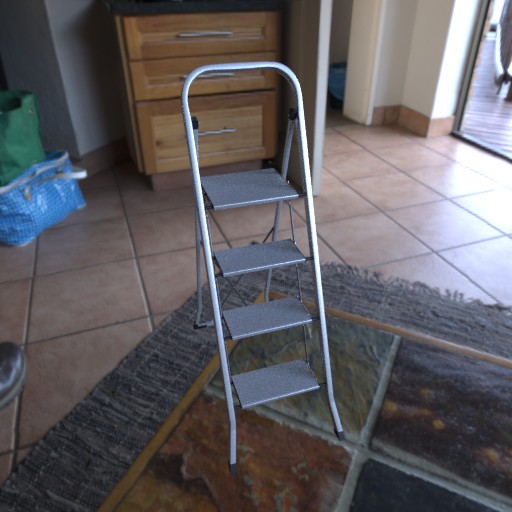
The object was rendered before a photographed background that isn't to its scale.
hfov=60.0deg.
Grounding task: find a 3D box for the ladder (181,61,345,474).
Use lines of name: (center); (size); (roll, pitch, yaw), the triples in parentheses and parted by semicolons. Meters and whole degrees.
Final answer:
ladder: (0.000, 0.000, 1.657); (0.465, 1.290, 0.830); (-10, 34, -15)
